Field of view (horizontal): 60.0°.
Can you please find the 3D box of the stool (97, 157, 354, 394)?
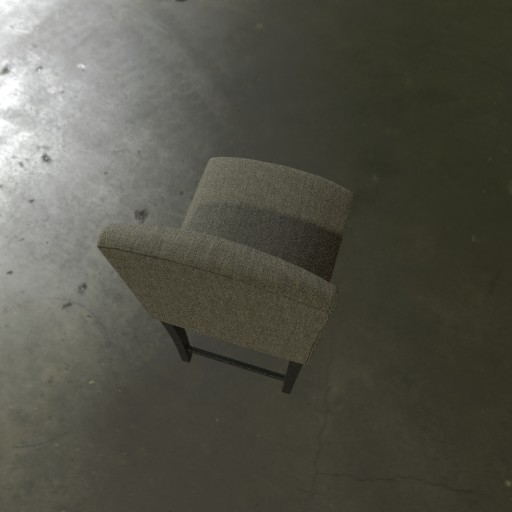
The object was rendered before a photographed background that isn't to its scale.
[{"bbox_3d":[0.000,0.000,1.275,0.451,0.966,0.552,15,65,7],"label":"stool"}]
